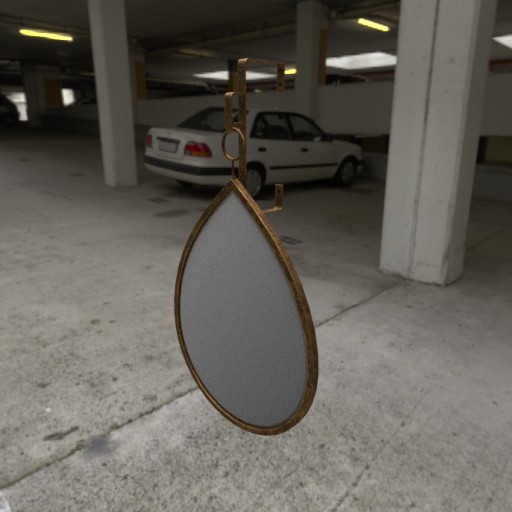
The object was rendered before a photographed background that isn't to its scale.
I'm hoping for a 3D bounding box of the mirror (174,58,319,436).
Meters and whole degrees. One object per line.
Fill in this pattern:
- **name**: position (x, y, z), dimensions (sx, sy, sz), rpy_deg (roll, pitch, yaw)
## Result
- **mirror**: position (0.000, 0.000, 0.914), dimensions (0.405, 0.744, 0.144), rpy_deg (15, 22, 41)
